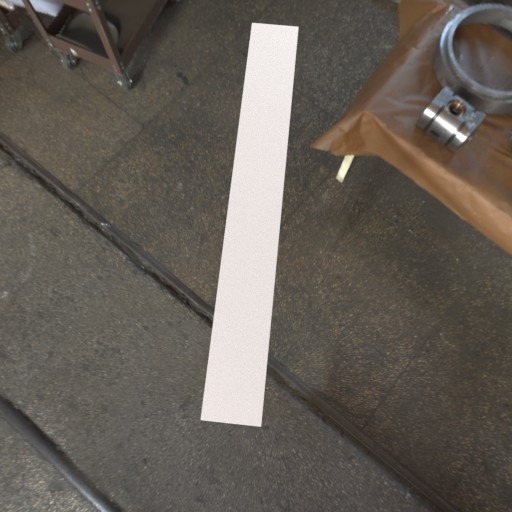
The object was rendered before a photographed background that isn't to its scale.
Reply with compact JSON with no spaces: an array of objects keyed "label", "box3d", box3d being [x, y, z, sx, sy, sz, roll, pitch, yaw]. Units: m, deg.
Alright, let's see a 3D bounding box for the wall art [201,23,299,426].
[{"label":"wall art","box3d":[0.000,0.000,0.462,0.038,0.302,0.305,6,74,2]}]
